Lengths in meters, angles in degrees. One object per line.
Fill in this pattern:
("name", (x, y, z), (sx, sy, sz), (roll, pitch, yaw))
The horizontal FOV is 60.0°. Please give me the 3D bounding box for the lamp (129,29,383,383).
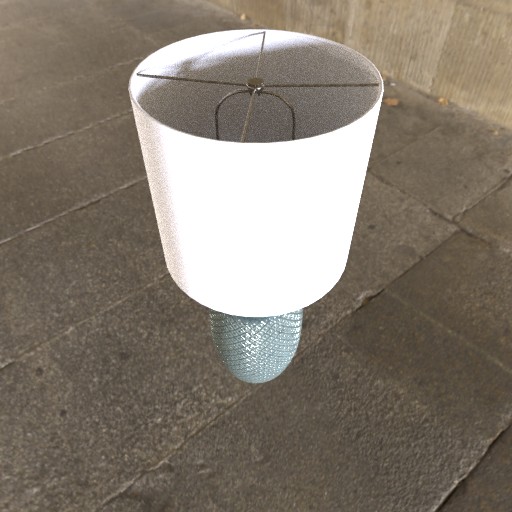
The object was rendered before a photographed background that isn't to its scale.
("lamp", (0.000, 0.000, 0.547), (0.217, 0.453, 0.217), (4, 46, 4))
